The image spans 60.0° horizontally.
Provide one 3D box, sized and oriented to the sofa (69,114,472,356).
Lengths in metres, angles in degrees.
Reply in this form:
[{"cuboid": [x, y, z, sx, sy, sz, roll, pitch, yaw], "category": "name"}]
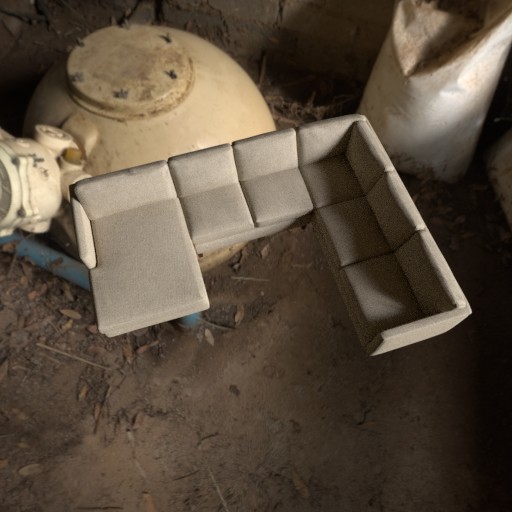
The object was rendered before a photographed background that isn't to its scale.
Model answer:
[{"cuboid": [0.000, 0.000, 4.642, 3.460, 0.959, 2.593, -15, 65, -7], "category": "sofa"}]
